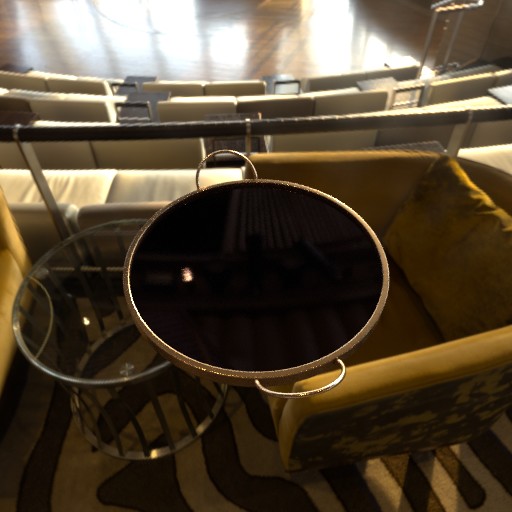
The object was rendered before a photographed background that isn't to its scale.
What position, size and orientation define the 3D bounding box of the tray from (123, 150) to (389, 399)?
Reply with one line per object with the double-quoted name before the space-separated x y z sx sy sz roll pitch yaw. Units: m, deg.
"tray" 0.000 0.000 0.740 0.438 0.069 0.543 -11 48 -10
